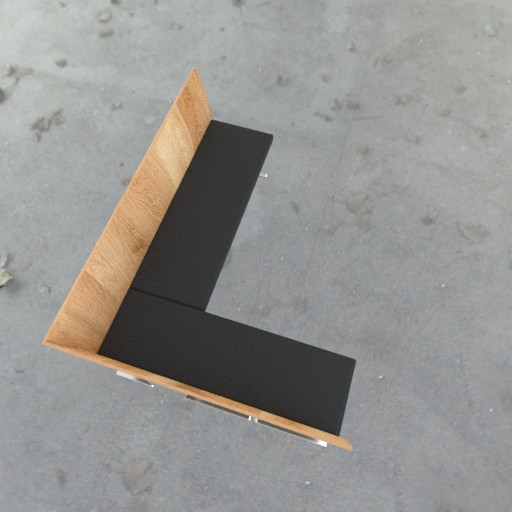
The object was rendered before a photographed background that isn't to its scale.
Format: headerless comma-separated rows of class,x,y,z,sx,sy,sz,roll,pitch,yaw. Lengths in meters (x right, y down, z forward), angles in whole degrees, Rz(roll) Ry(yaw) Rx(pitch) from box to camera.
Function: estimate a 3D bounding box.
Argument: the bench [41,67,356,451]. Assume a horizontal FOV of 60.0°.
bench,0.000,0.000,2.811,1.495,0.930,1.945,16,65,8
